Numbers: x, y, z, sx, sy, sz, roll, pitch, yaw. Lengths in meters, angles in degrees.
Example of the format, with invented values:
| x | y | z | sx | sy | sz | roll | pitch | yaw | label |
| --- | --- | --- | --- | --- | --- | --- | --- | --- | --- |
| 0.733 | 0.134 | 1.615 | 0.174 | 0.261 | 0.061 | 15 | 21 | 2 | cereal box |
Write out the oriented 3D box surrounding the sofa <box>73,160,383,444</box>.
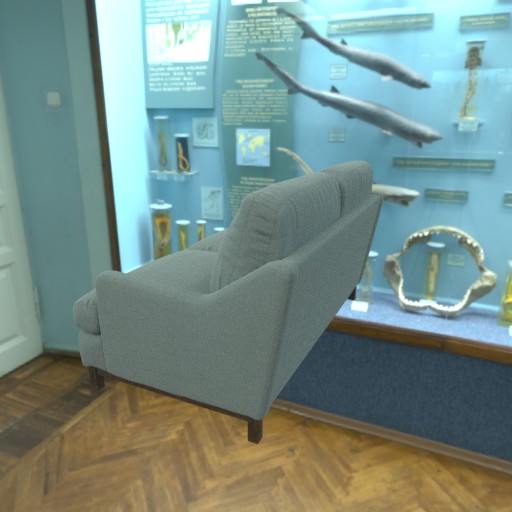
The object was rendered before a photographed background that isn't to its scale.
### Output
| x | y | z | sx | sy | sz | roll | pitch | yaw | label |
| --- | --- | --- | --- | --- | --- | --- | --- | --- | --- |
| 0.000 | 0.000 | 2.292 | 0.987 | 0.921 | 1.589 | 8 | 19 | 24 | sofa |
